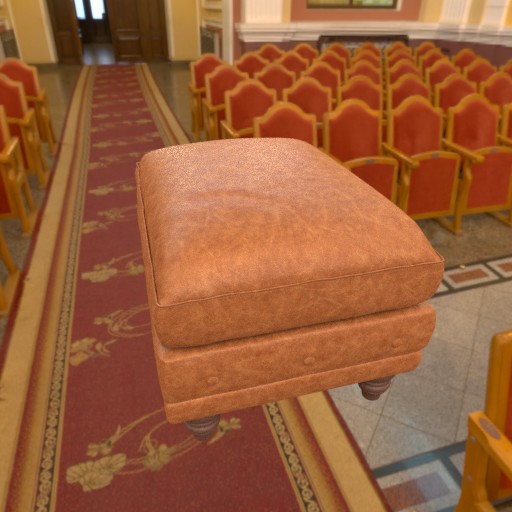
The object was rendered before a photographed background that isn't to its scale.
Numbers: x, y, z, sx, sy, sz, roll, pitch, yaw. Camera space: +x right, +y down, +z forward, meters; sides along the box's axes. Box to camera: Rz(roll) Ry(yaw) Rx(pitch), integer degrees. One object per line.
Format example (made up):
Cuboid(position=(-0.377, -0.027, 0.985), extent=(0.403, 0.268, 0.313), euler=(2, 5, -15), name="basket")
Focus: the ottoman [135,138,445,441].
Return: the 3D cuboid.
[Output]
Cuboid(position=(0.000, 0.000, 1.081), extent=(0.533, 0.480, 0.710), euler=(-8, 31, -14), name="ottoman")
